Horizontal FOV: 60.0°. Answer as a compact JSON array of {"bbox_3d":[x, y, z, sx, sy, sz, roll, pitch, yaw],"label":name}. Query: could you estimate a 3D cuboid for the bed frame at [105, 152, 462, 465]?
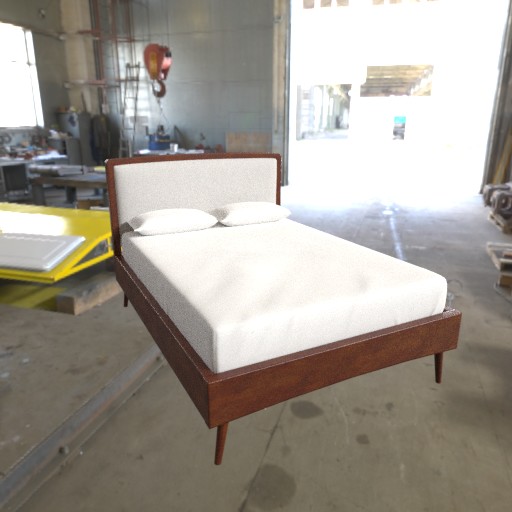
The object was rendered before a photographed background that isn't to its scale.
[{"bbox_3d":[0.000,0.000,3.114,1.587,1.279,2.171,-9,19,-26],"label":"bed frame"}]
